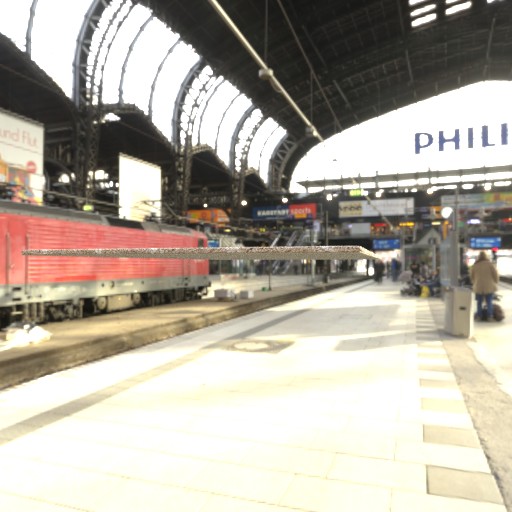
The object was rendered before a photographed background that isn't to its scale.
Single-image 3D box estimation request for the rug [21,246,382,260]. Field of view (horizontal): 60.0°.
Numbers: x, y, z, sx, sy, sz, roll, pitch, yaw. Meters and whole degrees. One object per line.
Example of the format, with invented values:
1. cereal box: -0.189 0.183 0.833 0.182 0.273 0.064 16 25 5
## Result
1. rug: 0.000 0.000 3.398 1.778 0.030 2.743 0 -1 17
